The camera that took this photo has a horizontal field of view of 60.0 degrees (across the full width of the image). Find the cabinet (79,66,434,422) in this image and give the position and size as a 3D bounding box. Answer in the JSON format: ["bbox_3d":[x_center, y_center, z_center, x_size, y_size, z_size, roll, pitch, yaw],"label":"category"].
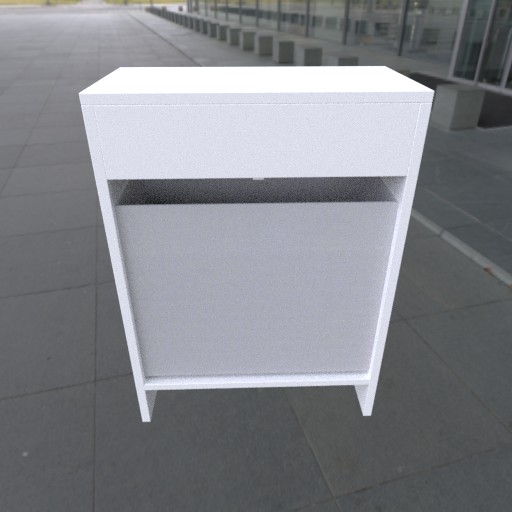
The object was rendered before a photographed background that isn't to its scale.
[{"bbox_3d":[0.000,0.000,1.078,0.600,0.815,0.296,-1,31,-2],"label":"cabinet"}]
